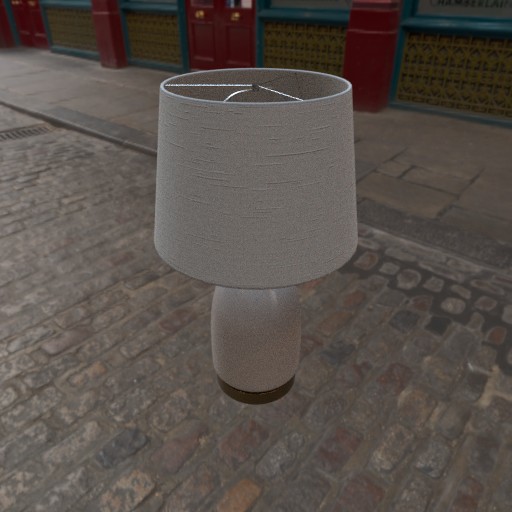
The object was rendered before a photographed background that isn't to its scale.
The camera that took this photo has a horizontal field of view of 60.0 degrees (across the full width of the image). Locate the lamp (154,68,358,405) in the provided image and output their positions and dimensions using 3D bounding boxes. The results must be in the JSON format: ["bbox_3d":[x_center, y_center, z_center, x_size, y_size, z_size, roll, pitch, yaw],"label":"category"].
[{"bbox_3d":[0.000,0.000,0.654,0.285,0.483,0.285,0,31,0],"label":"lamp"}]
